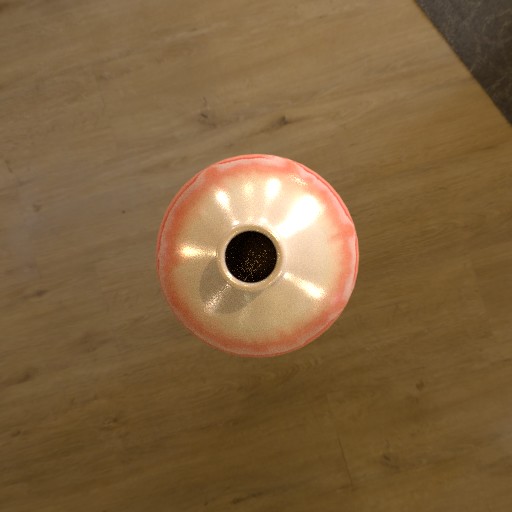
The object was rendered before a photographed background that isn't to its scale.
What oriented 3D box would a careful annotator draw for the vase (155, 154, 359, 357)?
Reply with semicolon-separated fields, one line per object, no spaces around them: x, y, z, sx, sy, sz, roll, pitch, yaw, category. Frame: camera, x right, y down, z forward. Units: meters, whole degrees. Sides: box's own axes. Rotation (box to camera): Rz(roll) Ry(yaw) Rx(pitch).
0.000;0.000;0.275;0.137;0.176;0.137;0;90;1;vase
